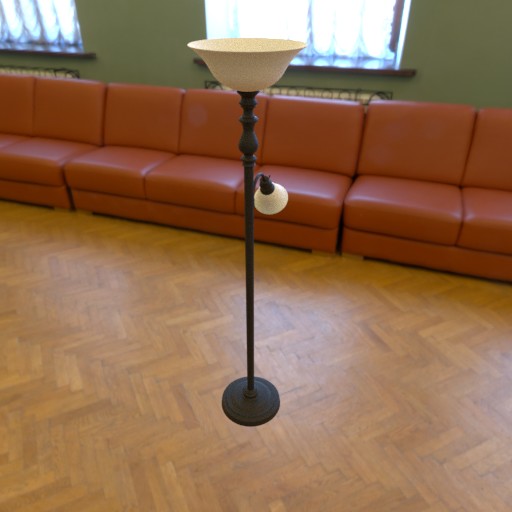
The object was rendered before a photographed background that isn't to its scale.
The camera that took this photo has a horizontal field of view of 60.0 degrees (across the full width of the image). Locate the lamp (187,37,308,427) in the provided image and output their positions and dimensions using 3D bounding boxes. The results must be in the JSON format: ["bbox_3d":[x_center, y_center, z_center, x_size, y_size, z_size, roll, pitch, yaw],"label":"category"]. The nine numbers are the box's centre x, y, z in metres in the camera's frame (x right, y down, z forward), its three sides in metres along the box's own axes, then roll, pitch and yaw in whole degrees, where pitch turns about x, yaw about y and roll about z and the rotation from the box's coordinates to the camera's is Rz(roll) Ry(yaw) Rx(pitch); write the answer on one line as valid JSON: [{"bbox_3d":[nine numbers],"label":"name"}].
[{"bbox_3d":[0.000,0.000,2.043,0.405,1.793,0.588,10,33,15],"label":"lamp"}]
